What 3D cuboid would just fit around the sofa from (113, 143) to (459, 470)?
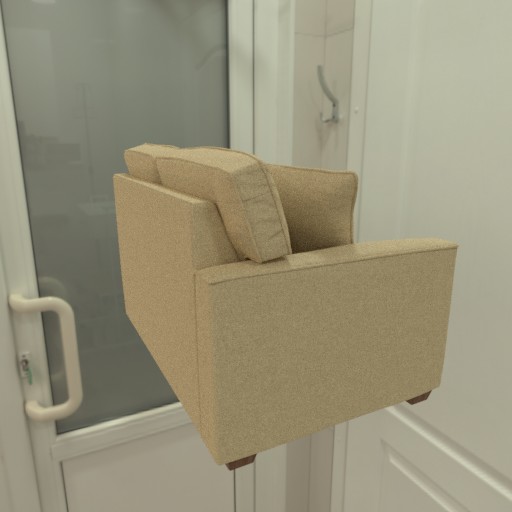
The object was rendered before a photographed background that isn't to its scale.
[{"bbox_3d":[0.000,0.000,2.016,0.991,0.989,1.388,-7,17,-26],"label":"sofa"}]
